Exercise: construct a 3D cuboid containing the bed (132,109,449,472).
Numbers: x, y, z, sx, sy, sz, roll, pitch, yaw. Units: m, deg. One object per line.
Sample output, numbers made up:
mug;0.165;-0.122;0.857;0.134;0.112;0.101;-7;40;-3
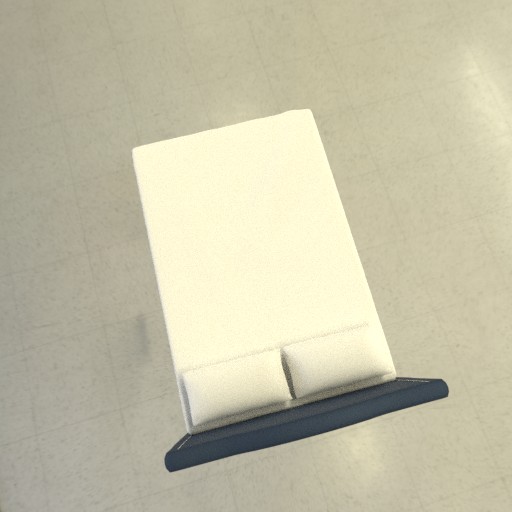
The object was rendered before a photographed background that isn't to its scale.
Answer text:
bed;0.000;0.000;3.424;1.741;1.441;2.507;-14;75;-4
